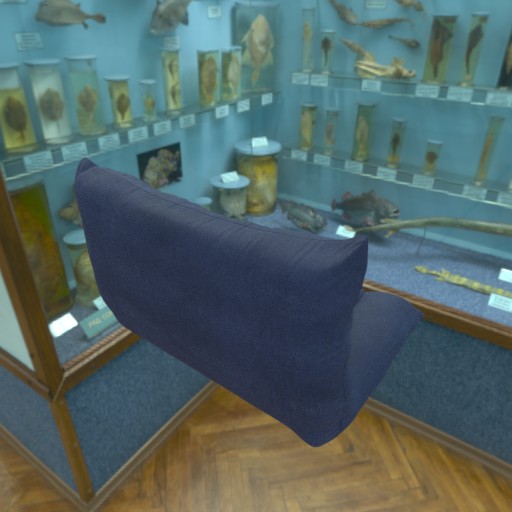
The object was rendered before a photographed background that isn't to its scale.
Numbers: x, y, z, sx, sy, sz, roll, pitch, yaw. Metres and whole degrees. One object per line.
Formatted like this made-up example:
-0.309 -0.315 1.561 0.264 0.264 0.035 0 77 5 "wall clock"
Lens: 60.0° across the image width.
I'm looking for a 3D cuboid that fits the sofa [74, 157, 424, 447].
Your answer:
0.000 0.000 1.702 1.122 0.778 0.849 21 36 32 "sofa"
